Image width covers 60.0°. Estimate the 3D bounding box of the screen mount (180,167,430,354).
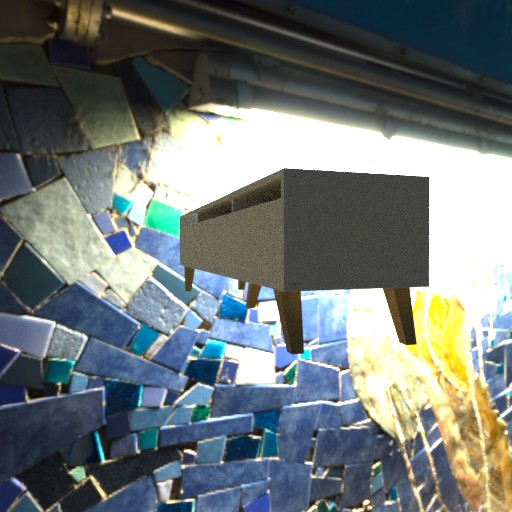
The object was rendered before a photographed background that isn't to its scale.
[{"bbox_3d":[0.000,0.000,1.850,0.399,0.432,1.644,0,1,-18],"label":"screen mount"}]
